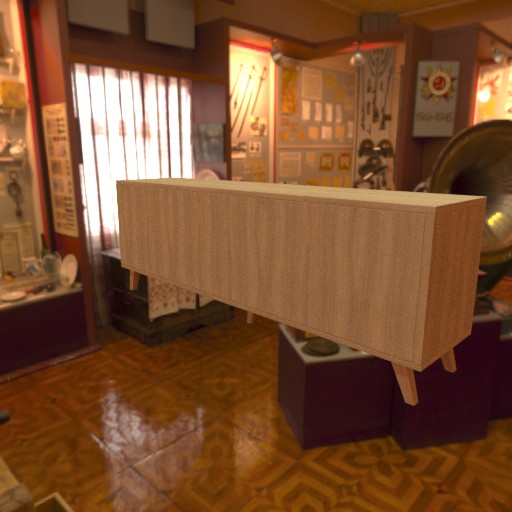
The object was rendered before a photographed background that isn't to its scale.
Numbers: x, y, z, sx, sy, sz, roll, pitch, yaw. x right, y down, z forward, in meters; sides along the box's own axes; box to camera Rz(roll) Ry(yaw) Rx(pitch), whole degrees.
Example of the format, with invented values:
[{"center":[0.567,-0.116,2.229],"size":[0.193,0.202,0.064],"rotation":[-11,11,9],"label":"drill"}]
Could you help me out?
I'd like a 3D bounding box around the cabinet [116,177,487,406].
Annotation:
[{"center":[0.000,0.000,2.502],"size":[2.198,0.779,0.499],"rotation":[13,18,43],"label":"cabinet"}]
